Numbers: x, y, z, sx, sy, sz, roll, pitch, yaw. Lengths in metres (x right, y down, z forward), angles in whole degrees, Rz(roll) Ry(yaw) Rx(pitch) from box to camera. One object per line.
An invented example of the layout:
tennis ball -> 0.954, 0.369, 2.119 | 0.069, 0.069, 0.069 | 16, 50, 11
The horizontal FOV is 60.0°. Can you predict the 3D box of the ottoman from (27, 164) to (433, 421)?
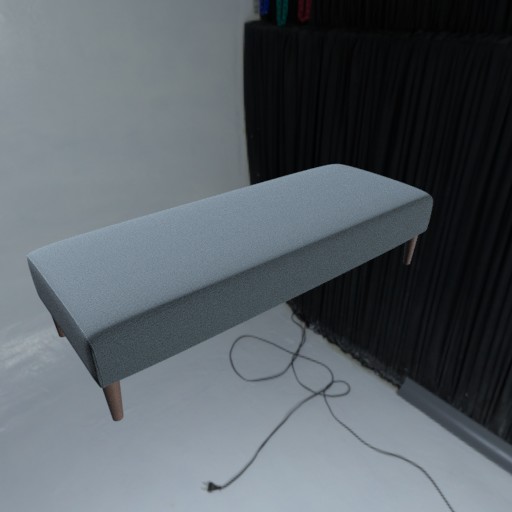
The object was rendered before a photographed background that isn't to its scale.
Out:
ottoman -> 0.000, 0.000, 1.867 | 1.609, 0.393, 0.646 | -22, 36, -33
